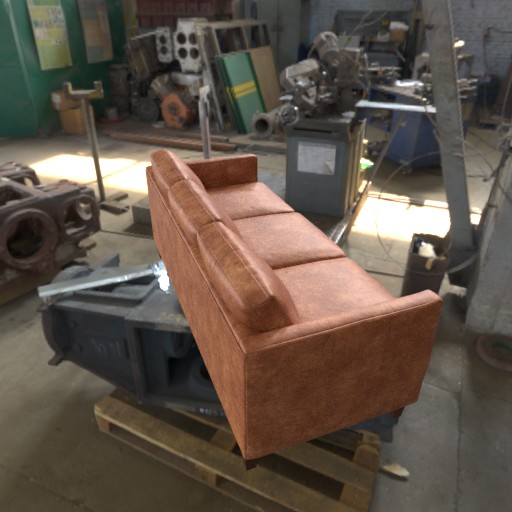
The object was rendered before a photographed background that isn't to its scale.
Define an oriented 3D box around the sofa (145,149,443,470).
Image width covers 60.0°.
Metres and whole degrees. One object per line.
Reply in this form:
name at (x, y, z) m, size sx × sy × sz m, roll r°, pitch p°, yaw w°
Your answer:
sofa at (0.000, 0.000, 3.014) m, size 1.045 × 1.006 × 2.464 m, roll -11°, pitch 31°, yaw -18°
